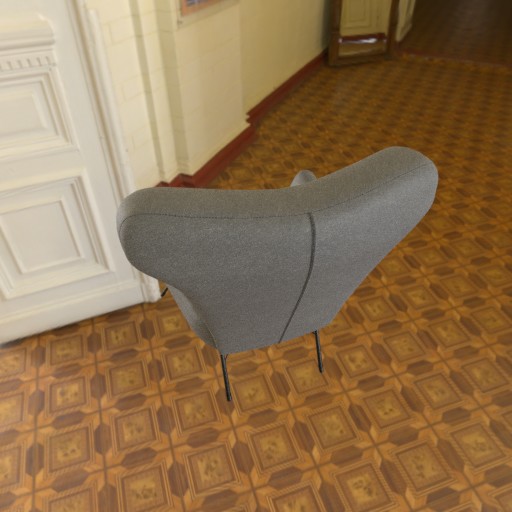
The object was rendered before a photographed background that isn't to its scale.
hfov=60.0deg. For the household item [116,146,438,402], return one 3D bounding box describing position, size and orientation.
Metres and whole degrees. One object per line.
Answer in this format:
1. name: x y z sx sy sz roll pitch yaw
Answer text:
1. household item: 0.000 0.000 1.796 0.980 1.050 0.900 -13 42 -15
